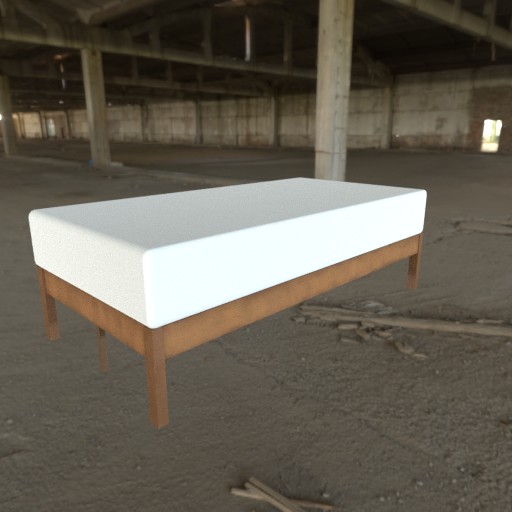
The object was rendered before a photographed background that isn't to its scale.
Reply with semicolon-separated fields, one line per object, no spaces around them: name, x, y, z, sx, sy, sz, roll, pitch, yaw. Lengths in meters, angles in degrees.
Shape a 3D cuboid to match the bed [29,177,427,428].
bed;0.000;0.000;2.359;0.961;0.616;1.902;15;22;43
